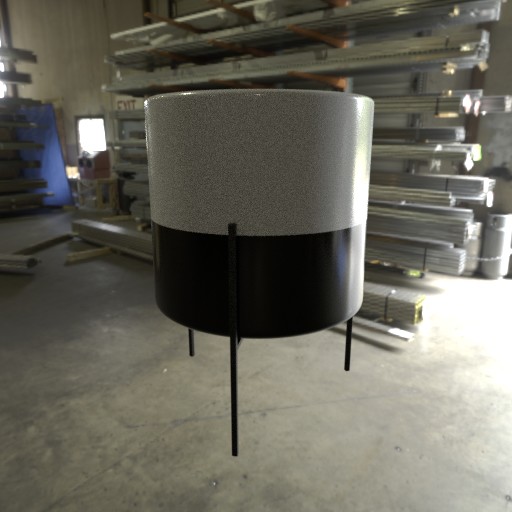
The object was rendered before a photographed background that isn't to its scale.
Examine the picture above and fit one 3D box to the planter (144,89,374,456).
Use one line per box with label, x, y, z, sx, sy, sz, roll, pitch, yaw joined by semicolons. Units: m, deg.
planter;0.000;0.000;0.649;0.310;0.432;0.310;7;17;25
